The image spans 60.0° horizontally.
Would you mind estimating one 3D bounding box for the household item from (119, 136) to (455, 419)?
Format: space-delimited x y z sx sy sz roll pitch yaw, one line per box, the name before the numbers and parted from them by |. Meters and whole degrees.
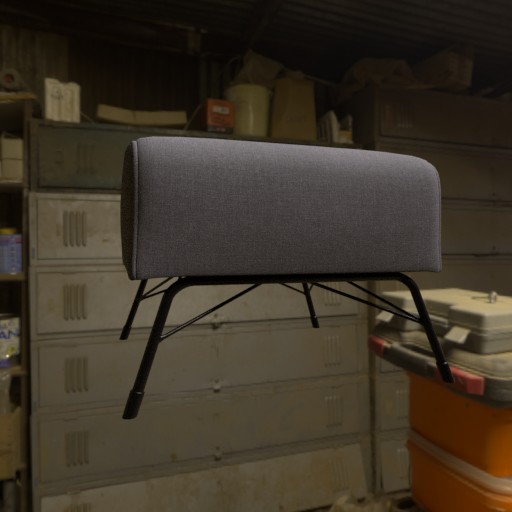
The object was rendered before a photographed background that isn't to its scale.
household item | 0.000 0.000 0.900 0.530 0.410 0.530 0 1 -18
